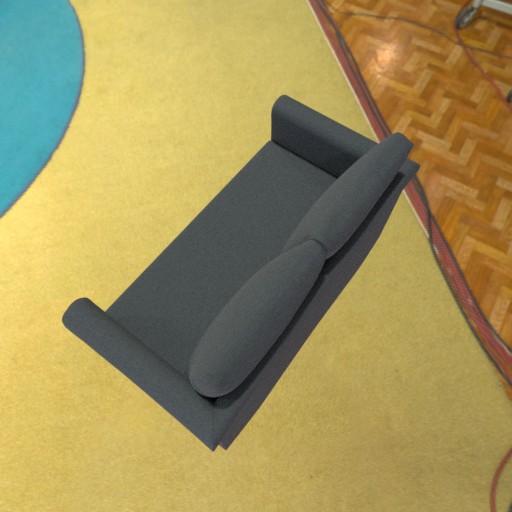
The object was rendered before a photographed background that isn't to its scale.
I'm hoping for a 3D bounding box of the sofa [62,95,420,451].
[{"bbox_3d":[0.000,0.000,1.965,0.741,0.872,1.460,34,68,16],"label":"sofa"}]
